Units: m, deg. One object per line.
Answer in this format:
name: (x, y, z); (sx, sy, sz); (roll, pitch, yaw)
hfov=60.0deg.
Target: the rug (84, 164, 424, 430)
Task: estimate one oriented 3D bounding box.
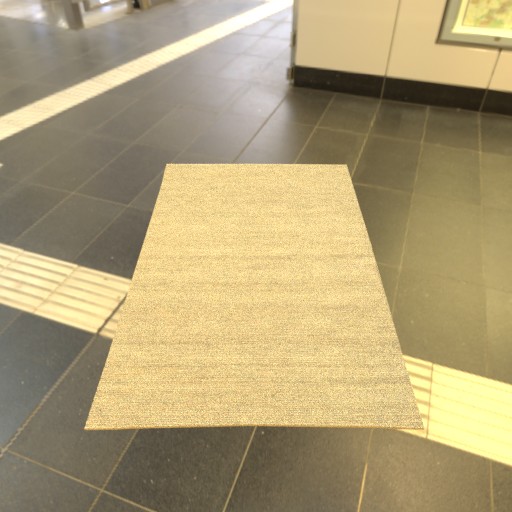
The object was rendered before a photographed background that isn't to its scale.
rug: (0.000, 0.000, 2.208); (1.179, 0.022, 1.820); (0, 41, 0)
